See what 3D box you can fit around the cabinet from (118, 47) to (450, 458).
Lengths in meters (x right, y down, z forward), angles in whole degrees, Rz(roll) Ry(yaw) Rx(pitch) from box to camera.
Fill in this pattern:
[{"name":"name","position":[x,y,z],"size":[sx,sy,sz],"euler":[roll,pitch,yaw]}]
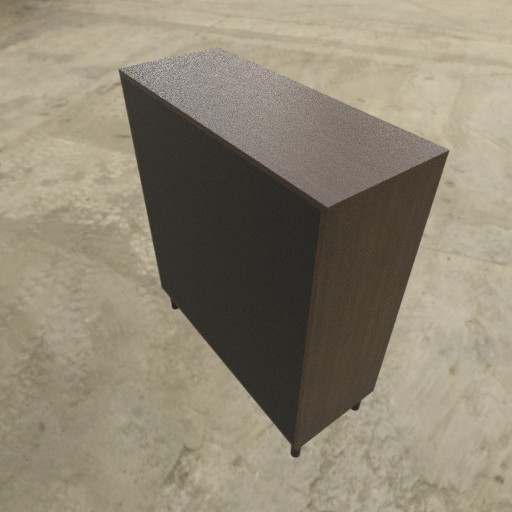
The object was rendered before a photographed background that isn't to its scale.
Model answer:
[{"name":"cabinet","position":[0.000,0.000,1.656],"size":[0.400,1.170,1.010],"euler":[-26,47,-27]}]
